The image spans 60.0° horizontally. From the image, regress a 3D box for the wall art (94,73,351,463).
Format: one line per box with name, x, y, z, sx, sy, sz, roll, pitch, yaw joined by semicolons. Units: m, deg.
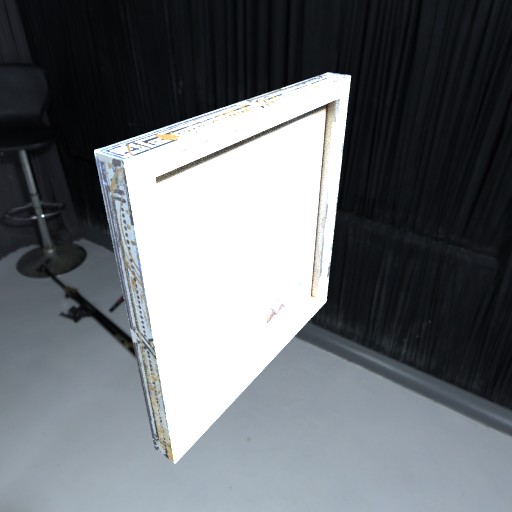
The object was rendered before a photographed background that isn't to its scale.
wall art;0.000;0.000;0.610;0.038;0.410;0.411;21;38;29
